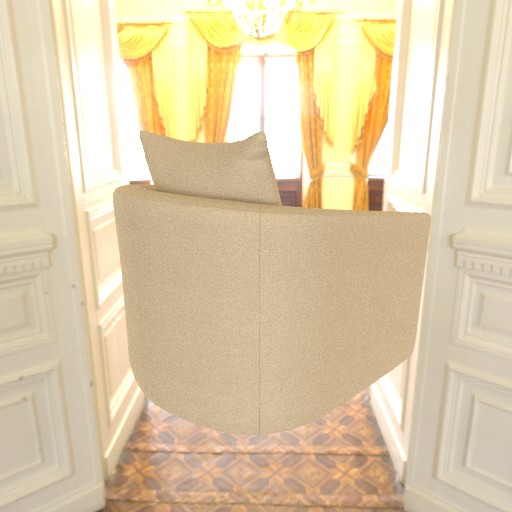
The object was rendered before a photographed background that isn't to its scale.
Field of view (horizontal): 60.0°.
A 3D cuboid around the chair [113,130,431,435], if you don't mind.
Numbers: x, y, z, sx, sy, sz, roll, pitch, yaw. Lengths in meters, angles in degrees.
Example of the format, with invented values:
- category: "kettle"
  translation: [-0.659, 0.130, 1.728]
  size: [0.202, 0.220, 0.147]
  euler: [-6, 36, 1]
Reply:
- category: "chair"
  translation: [0.000, 0.000, 1.555]
  size: [0.910, 0.848, 0.845]
  euler: [-15, 21, -42]
